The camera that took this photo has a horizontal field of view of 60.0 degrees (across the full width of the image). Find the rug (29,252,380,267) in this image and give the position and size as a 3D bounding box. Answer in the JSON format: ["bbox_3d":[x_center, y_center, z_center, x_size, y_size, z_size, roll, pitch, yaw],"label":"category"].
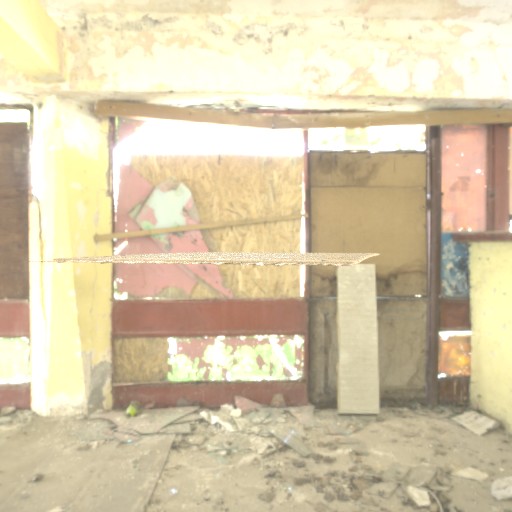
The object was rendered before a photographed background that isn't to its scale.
[{"bbox_3d":[0.000,0.000,3.245,1.664,0.029,2.615,0,1,18],"label":"rug"}]
